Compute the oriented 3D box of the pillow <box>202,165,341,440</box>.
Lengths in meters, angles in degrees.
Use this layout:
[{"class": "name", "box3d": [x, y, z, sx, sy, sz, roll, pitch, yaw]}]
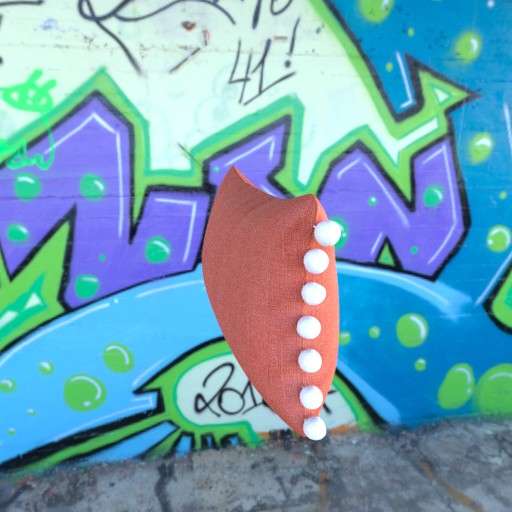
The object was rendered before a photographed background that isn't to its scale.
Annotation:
[{"class": "pillow", "box3d": [0.000, 0.000, 0.842, 0.201, 0.322, 0.709, -3, 16, -11]}]
